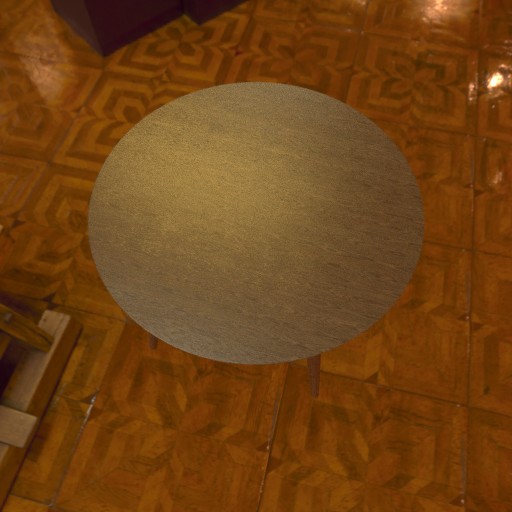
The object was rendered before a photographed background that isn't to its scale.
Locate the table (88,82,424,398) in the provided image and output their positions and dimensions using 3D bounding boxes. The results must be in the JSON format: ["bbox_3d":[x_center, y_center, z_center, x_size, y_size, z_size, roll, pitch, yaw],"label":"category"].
[{"bbox_3d":[0.000,0.000,1.757,1.053,0.786,1.053,0,63,0],"label":"table"}]
